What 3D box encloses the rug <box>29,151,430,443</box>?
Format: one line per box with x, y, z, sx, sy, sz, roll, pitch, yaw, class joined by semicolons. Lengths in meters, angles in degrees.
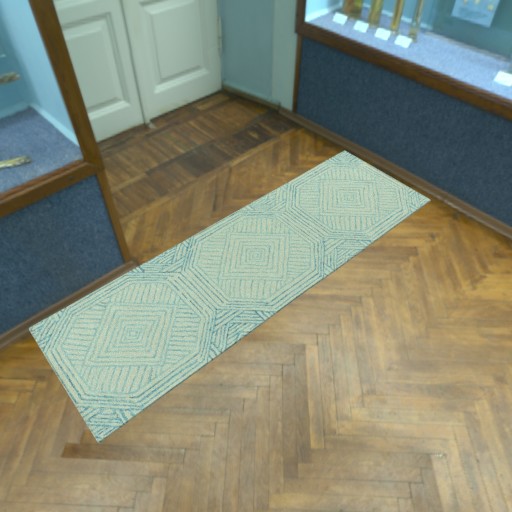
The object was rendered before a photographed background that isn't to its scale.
0.000;0.000;2.642;2.452;0.012;0.775;-32;55;-26;rug
